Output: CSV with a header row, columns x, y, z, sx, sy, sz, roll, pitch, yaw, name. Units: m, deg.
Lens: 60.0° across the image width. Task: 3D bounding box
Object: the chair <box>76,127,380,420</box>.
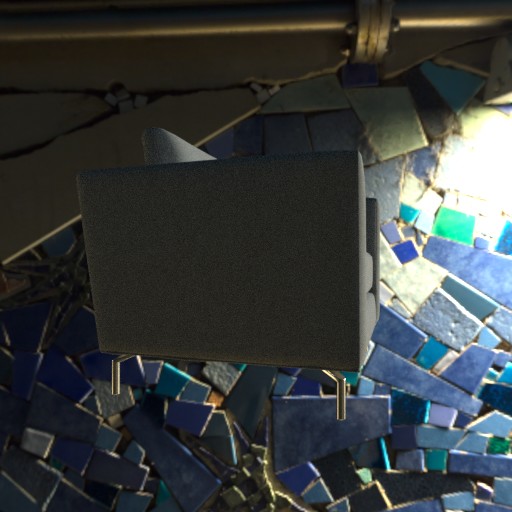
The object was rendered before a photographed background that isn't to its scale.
x,y,z,sx,sy,sz,roll,pitch,yaw,name
0.000,0.000,1.716,0.889,0.864,1.041,0,0,18,chair
